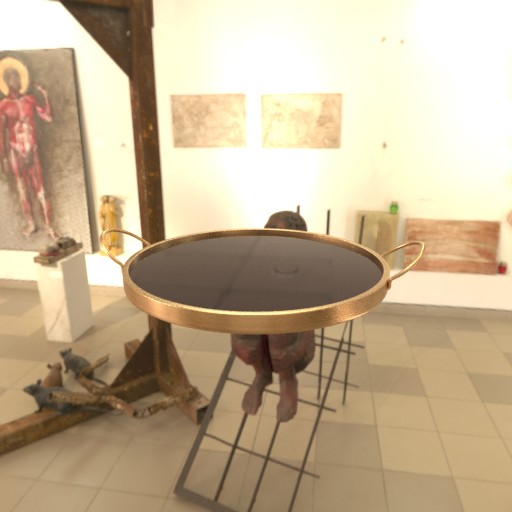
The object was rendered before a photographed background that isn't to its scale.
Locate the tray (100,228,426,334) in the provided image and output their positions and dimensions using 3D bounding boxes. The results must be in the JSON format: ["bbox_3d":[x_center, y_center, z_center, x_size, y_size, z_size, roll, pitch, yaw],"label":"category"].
[{"bbox_3d":[0.000,0.000,0.752,0.543,0.069,0.438,3,18,9],"label":"tray"}]
